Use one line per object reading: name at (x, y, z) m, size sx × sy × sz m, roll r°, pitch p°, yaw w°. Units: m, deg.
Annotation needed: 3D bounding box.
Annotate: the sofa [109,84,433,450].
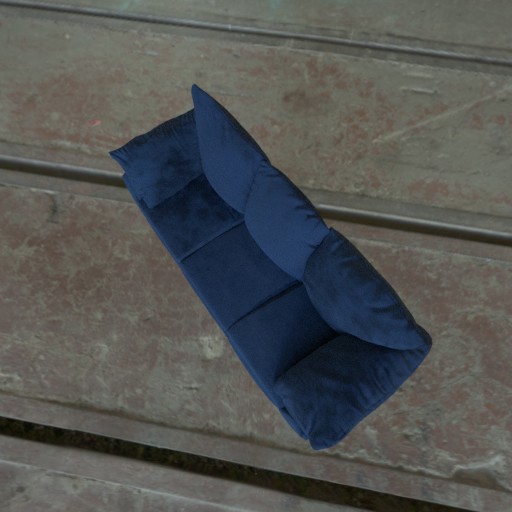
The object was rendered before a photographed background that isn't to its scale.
sofa at (0.000, 0.000, 2.951) m, size 0.907 × 1.091 × 2.390 m, roll -32°, pitch 68°, yaw -15°
